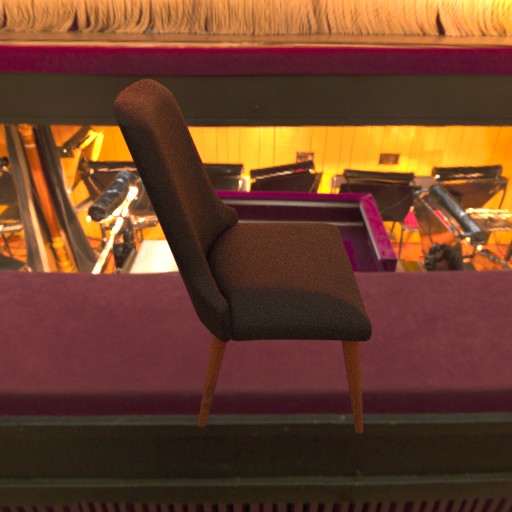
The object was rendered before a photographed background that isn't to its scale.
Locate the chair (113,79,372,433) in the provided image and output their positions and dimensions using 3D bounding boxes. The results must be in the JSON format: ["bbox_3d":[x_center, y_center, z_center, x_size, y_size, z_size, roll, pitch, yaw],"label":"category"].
[{"bbox_3d":[0.000,0.000,1.140,0.567,0.820,0.504,0,31,0],"label":"chair"}]
